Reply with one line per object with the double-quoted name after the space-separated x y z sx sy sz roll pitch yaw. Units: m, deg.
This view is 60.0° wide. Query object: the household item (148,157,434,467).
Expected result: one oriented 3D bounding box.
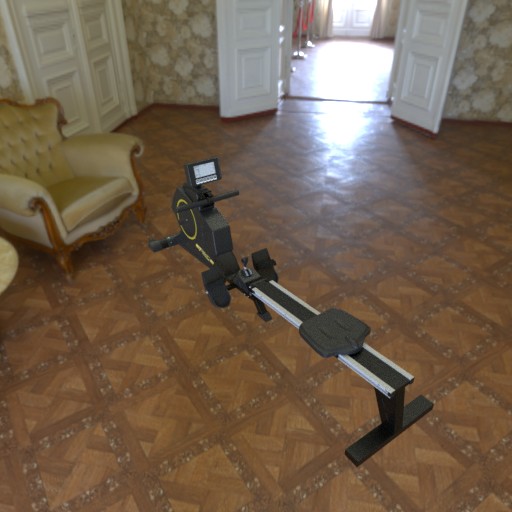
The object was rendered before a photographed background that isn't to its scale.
0.000 0.000 2.596 0.521 0.810 2.251 -21 38 -29 "household item"
